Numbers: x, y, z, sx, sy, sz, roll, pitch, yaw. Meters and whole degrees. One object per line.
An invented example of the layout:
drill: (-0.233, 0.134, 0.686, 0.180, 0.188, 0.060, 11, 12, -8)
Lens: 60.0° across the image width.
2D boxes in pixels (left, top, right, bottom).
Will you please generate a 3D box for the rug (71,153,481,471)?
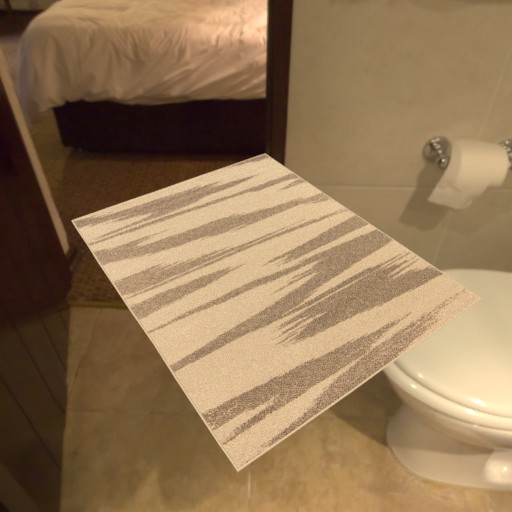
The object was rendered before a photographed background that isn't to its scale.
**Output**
rug: (0.000, 0.000, 3.938, 2.353, 0.014, 2.945, -25, 47, -26)
